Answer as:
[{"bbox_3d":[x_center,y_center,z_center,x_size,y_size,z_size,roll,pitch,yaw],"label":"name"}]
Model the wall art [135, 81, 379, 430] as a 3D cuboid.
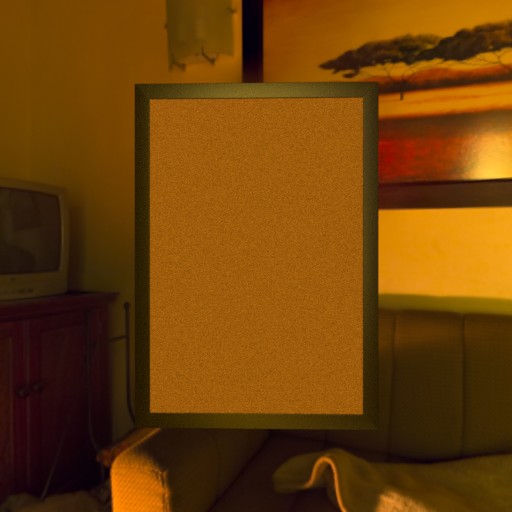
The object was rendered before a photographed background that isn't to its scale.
[{"bbox_3d":[0.000,0.000,0.559,0.304,0.432,0.013,0,0,1],"label":"wall art"}]
